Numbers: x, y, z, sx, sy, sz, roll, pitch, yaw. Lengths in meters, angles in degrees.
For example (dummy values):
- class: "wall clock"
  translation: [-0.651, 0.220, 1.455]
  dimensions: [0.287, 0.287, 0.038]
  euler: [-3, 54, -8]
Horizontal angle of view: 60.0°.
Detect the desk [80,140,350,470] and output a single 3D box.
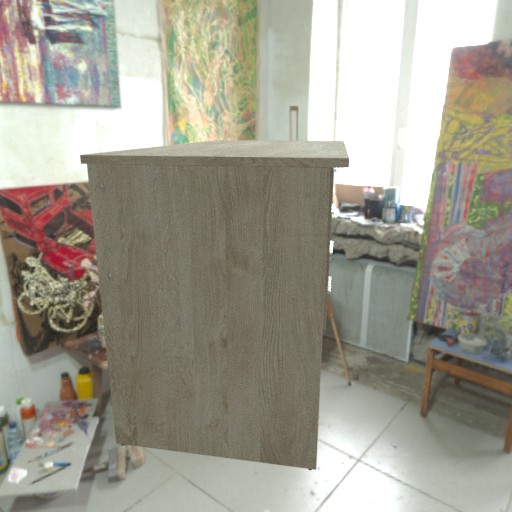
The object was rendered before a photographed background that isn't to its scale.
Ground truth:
- class: "desk"
  translation: [0.000, 0.000, 1.509]
  dimensions: [0.560, 0.730, 1.096]
  euler: [3, 16, 10]
